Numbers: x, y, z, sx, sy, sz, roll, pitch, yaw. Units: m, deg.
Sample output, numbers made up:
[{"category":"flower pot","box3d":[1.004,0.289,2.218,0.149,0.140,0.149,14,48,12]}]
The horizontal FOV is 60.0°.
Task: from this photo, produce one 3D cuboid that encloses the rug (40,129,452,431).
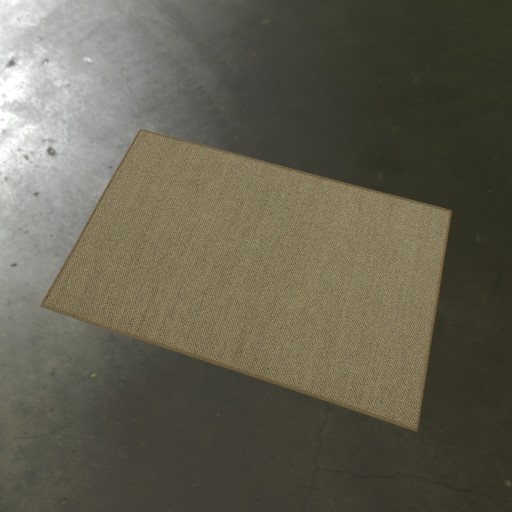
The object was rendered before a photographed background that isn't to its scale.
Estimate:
[{"category":"rug","box3d":[0.000,0.000,2.055,1.667,0.013,1.062,16,65,8]}]
